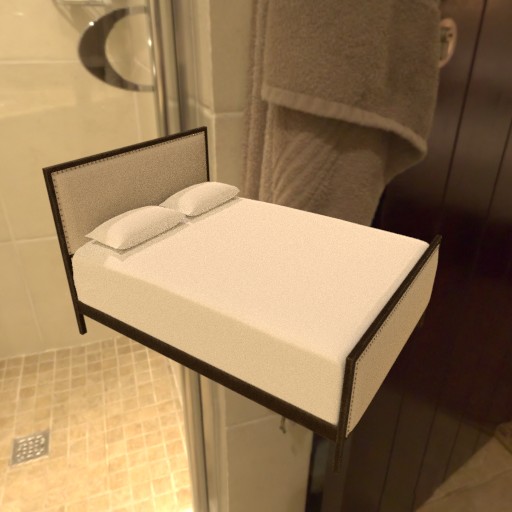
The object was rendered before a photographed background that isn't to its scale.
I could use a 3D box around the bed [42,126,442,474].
[{"bbox_3d":[0.000,0.000,3.178,2.221,1.313,1.607,17,32,30],"label":"bed"}]
